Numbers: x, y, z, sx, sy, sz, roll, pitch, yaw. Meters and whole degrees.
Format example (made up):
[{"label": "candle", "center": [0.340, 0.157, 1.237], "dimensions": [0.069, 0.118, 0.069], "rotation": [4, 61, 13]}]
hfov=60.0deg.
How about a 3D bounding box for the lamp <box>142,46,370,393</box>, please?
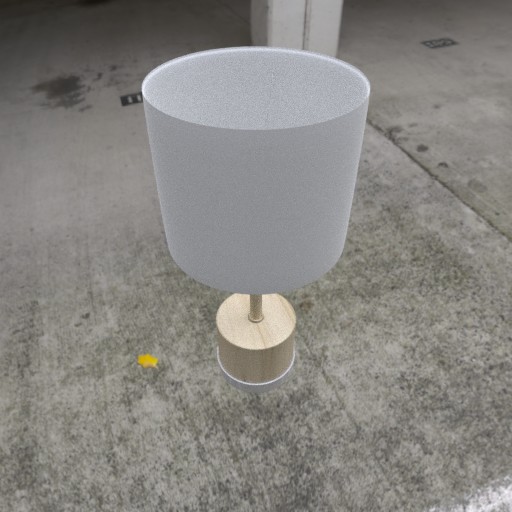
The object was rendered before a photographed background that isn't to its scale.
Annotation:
[{"label": "lamp", "center": [0.000, 0.000, 0.601], "dimensions": [0.229, 0.470, 0.229], "rotation": [-13, 43, -14]}]
